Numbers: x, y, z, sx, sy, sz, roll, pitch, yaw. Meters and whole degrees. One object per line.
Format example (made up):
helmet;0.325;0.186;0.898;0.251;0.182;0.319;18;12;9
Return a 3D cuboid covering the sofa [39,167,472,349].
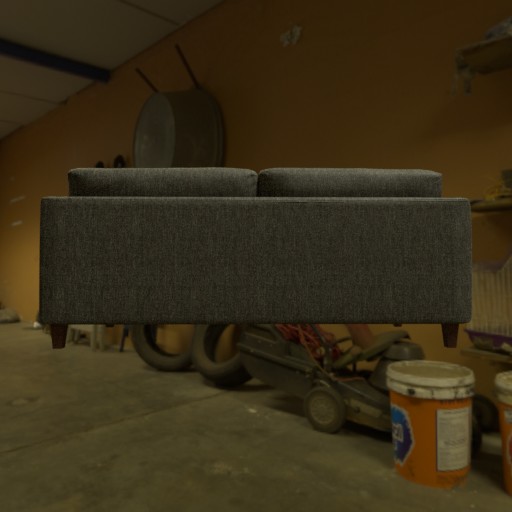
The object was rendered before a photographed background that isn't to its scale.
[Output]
sofa;0.000;0.000;2.688;2.208;0.960;0.948;0;-2;-1
